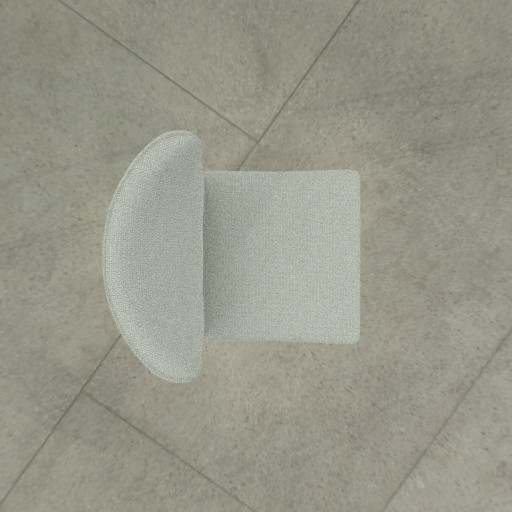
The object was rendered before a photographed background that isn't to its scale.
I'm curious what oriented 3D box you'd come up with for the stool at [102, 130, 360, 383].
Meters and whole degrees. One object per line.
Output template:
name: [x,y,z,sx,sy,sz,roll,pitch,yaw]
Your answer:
stool: [0.000,0.000,1.269,0.568,0.969,0.481,0,90,-1]
